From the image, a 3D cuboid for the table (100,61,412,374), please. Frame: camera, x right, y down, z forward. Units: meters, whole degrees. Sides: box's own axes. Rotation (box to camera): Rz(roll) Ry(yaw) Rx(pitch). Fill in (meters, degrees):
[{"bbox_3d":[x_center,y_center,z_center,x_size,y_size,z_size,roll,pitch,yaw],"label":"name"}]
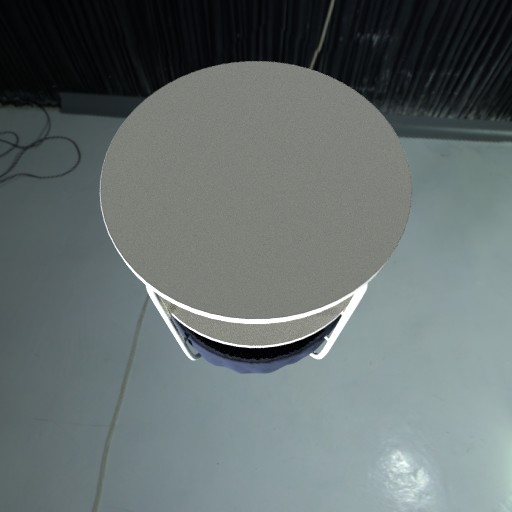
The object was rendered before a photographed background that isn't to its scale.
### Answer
[{"bbox_3d":[0.000,0.000,0.840,0.418,0.532,0.418,0,64,0],"label":"table"}]
